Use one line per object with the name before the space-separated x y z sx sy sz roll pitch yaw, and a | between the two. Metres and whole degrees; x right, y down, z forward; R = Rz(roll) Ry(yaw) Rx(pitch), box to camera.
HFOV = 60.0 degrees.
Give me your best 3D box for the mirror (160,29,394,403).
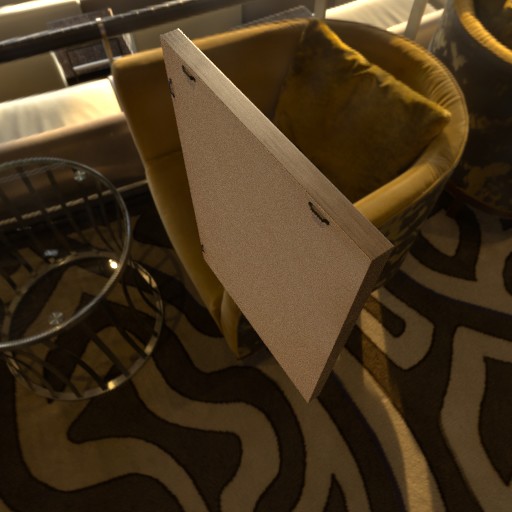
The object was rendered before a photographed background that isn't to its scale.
mirror | 0.000 0.000 0.915 0.040 0.710 0.507 -30 64 -17
